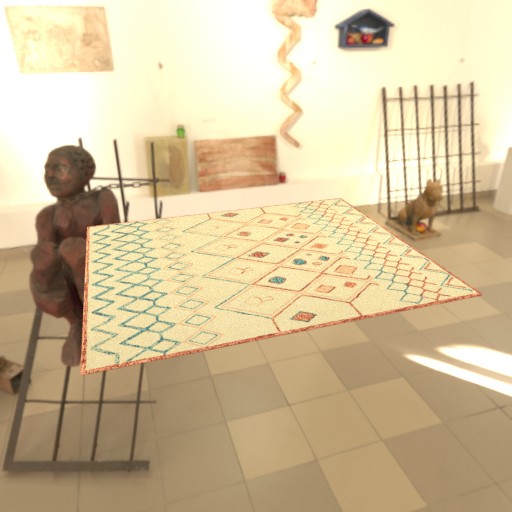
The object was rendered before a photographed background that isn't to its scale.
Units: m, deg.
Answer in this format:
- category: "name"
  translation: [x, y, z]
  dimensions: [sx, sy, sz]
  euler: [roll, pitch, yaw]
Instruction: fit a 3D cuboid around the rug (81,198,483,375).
- category: "rug"
  translation: [0.000, 0.000, 4.179]
  dimensions: [3.050, 0.016, 2.441]
  euler: [-8, 28, -16]
